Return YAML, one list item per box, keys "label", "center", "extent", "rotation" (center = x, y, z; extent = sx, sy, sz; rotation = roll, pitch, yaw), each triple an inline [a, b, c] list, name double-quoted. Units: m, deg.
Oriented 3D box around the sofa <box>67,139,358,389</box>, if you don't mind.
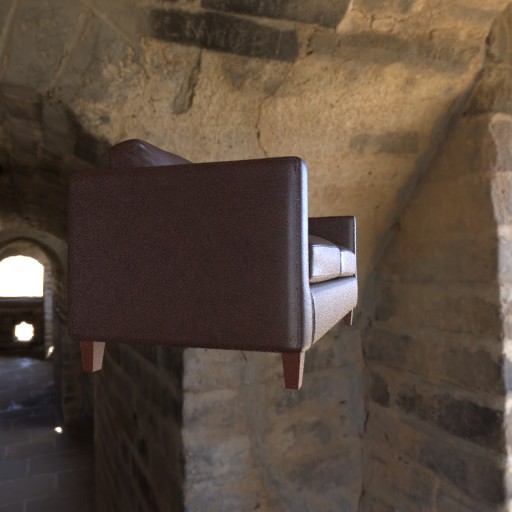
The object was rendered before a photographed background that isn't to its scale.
- label: "sofa"
  center: [0.000, 0.000, 2.428]
  extent: [0.951, 0.933, 1.883]
  rotation: [0, -1, 18]
